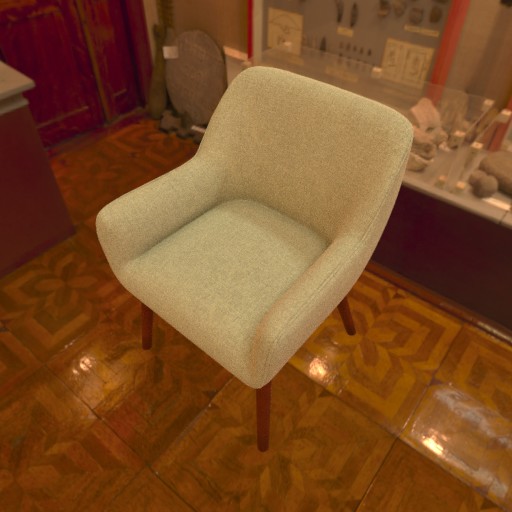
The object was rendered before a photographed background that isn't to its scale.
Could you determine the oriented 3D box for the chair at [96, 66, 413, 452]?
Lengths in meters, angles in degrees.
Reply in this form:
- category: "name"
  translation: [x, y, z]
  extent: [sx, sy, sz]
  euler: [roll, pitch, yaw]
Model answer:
- category: "chair"
  translation: [0.000, 0.000, 1.271]
  extent: [0.610, 0.813, 0.610]
  euler: [31, 53, 27]
